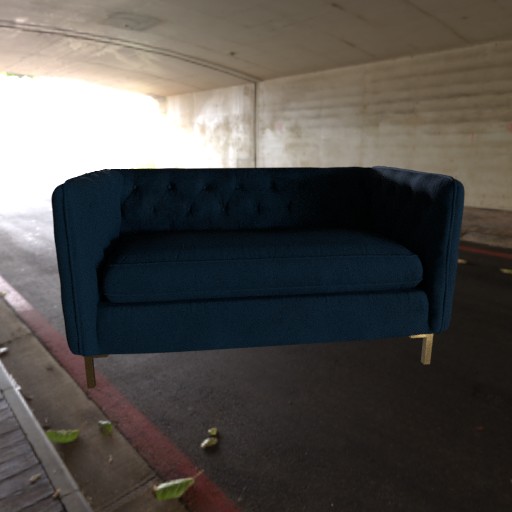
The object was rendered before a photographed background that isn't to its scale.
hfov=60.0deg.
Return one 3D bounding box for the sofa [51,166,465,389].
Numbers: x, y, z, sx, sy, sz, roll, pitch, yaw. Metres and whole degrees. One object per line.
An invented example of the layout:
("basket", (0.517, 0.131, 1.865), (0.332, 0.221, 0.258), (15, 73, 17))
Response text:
("sofa", (0.000, 0.000, 2.119), (1.583, 0.810, 0.909), (-2, 15, -8))
